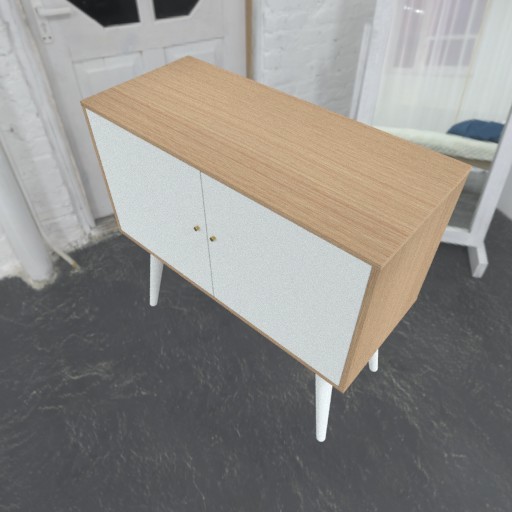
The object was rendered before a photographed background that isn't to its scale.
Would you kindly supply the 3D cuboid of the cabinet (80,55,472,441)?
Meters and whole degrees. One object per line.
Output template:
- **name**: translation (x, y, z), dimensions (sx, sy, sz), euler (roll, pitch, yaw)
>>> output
- **cabinet**: translation (0.000, 0.000, 1.615), dimensions (1.057, 1.016, 0.470), euler (32, 54, 27)
